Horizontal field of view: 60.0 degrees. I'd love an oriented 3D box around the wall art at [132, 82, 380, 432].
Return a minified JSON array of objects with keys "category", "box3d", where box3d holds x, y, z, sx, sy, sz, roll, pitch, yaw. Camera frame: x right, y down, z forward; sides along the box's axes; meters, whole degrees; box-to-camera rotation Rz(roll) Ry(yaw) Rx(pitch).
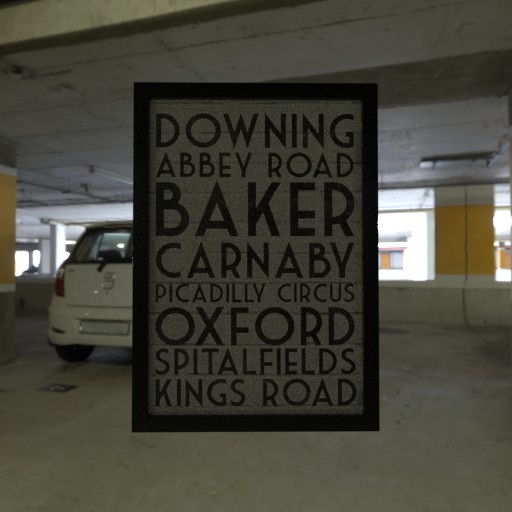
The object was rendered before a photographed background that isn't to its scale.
[{"category":"wall art","box3d":[0.000,0.000,0.554,0.304,0.432,0.013,0,-1,-1]}]
